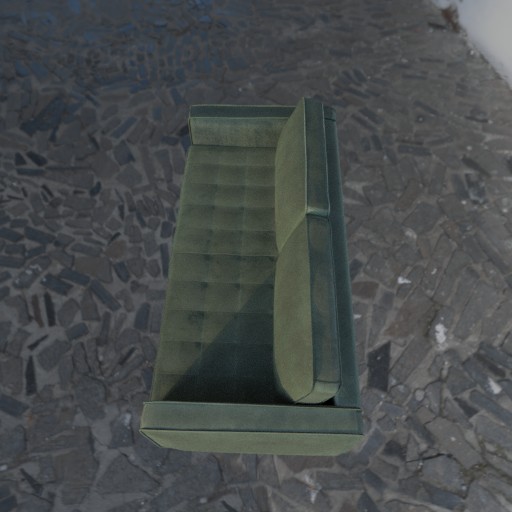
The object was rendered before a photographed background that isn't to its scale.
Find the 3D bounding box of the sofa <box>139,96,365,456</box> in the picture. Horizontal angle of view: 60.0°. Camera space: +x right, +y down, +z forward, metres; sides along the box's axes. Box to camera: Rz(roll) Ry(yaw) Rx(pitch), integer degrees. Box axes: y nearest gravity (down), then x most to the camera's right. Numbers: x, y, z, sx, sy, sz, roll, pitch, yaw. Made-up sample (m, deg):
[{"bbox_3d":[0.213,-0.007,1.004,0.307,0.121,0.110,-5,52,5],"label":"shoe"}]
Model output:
[{"bbox_3d":[0.000,0.000,2.272,0.886,0.781,1.816,2,59,1],"label":"sofa"}]
